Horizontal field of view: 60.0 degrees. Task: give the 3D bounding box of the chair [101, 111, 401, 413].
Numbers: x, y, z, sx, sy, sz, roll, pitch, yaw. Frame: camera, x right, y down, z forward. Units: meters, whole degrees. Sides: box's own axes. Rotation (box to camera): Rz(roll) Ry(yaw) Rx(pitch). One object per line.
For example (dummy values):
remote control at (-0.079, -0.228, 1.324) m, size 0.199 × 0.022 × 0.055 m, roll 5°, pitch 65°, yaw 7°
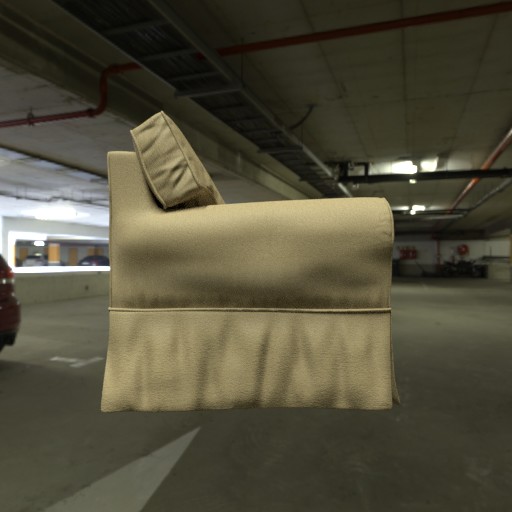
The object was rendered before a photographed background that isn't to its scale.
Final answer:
chair at (0.000, 0.000, 1.831) m, size 0.903 × 0.937 × 1.096 m, roll 0°, pitch -1°, yaw 1°
